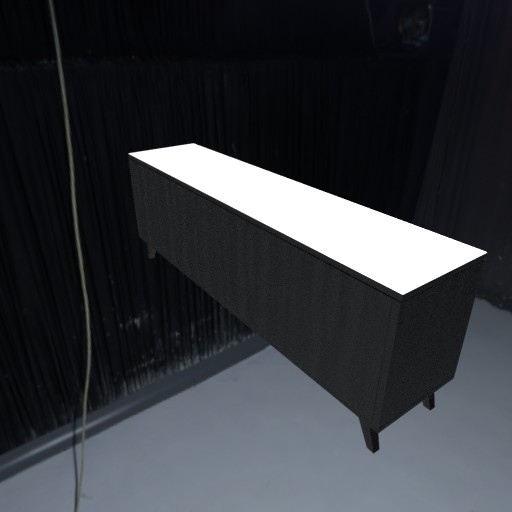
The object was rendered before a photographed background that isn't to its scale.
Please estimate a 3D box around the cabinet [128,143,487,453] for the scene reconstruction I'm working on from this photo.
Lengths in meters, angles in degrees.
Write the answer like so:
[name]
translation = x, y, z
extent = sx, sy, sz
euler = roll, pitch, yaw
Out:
[cabinet]
translation = 0.000, 0.000, 2.467
extent = 0.499, 0.779, 2.198
euler = -19, 32, -32
